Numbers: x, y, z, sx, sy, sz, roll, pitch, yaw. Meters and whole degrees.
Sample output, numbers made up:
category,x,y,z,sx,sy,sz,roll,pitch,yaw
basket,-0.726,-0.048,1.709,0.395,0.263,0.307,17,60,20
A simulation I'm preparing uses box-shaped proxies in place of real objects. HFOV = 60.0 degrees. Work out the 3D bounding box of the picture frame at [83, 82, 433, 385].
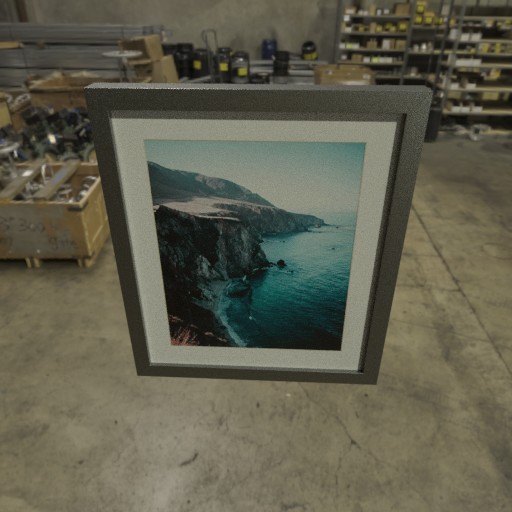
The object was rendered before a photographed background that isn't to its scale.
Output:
category,x,y,z,sx,sy,sz,roll,pitch,yaw
picture frame,0.000,0.000,1.337,0.839,0.968,0.073,1,31,3
